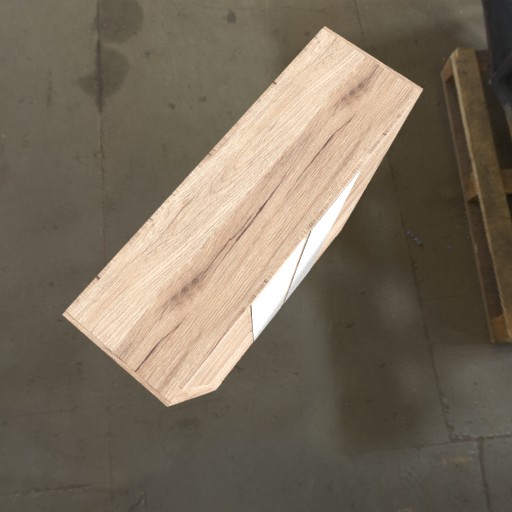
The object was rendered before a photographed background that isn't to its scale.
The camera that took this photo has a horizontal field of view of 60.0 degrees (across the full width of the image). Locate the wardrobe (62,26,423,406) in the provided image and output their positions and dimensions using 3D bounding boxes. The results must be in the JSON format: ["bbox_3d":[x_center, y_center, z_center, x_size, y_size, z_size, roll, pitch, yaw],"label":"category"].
[{"bbox_3d":[0.000,0.000,2.940,0.580,2.070,1.810,37,78,9],"label":"wardrobe"}]
